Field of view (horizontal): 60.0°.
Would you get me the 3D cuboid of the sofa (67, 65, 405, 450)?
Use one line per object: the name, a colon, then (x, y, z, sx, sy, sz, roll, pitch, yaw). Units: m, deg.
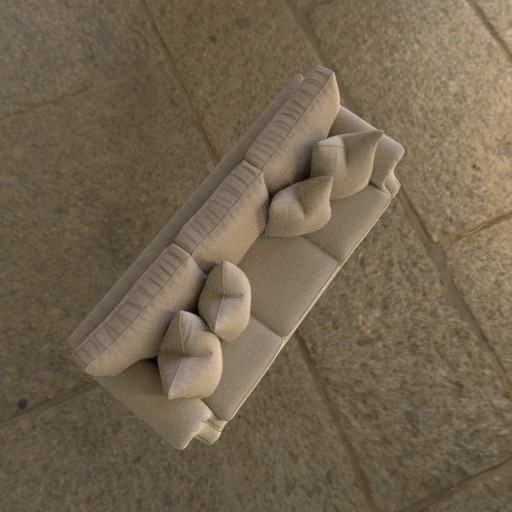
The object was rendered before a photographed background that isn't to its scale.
sofa: (0.000, 0.000, 2.808, 0.965, 0.975, 2.312, 36, 78, 9)
